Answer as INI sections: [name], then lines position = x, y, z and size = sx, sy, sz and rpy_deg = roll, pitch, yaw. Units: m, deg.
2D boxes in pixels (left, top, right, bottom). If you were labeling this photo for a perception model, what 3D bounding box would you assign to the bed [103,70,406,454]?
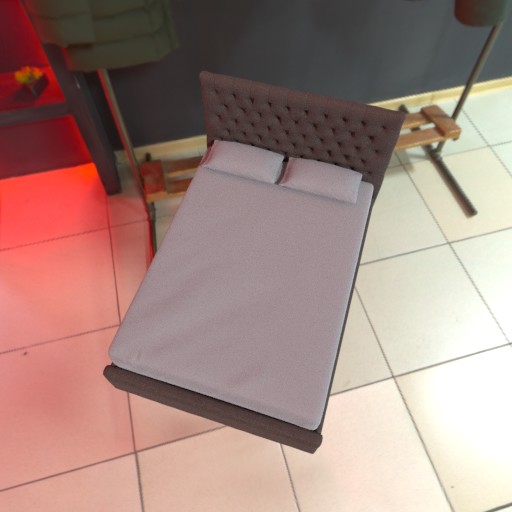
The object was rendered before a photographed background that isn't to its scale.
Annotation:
[bed]
position = 0.000, 0.000, 3.540
size = 1.698, 1.427, 2.387
rpy_deg = 15, 60, 9
